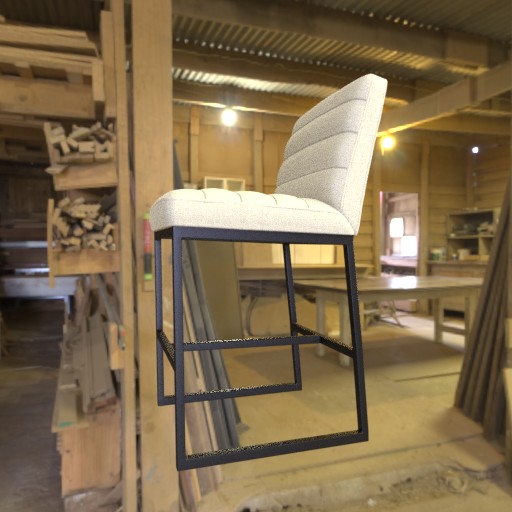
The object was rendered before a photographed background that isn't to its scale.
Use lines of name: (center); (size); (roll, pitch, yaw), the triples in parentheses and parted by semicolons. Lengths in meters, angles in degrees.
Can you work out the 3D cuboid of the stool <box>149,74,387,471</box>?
stool: (0.000, 0.000, 1.255); (0.560, 0.940, 0.460); (0, 2, -18)
